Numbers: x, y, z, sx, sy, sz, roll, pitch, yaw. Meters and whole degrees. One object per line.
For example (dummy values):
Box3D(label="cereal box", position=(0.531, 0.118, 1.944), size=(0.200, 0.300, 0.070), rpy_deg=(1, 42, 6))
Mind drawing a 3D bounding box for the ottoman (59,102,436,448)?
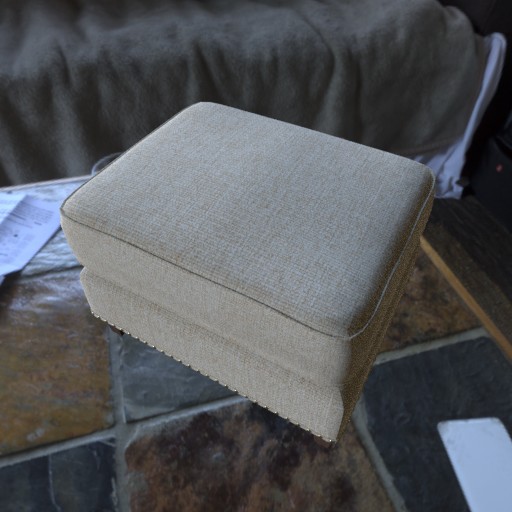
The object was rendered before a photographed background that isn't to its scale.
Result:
Box3D(label="ottoman", position=(0.000, 0.000, 1.151), size=(0.738, 0.537, 0.589), rpy_deg=(22, 51, 20))
